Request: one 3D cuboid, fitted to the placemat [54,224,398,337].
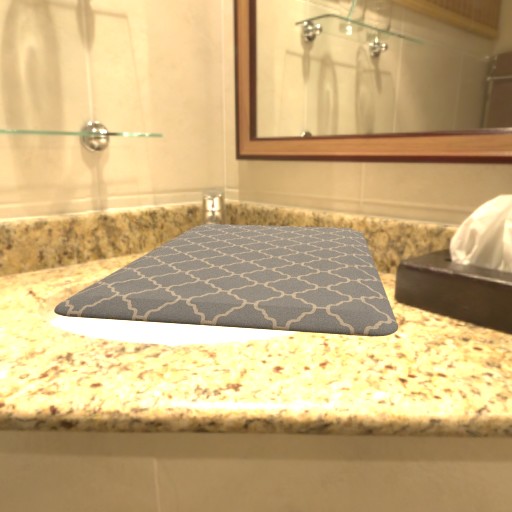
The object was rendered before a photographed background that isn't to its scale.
[{"bbox_3d":[0.000,0.000,0.974,0.508,0.021,0.762,2,14,9],"label":"placemat"}]
